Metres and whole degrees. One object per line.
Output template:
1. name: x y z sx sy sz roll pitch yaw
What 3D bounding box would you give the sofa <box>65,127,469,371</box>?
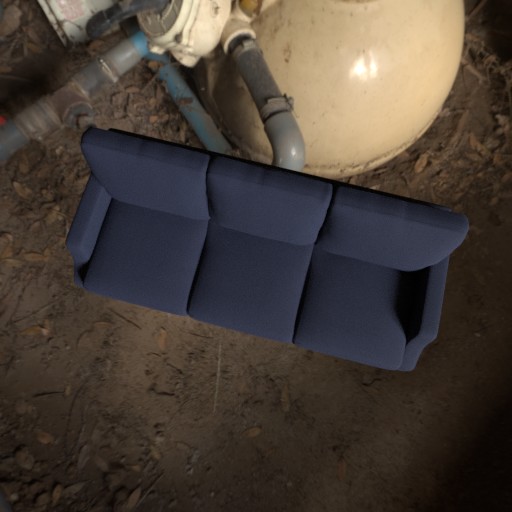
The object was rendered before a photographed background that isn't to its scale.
1. sofa: 0.000 0.000 2.606 2.115 0.984 0.888 14 76 3
